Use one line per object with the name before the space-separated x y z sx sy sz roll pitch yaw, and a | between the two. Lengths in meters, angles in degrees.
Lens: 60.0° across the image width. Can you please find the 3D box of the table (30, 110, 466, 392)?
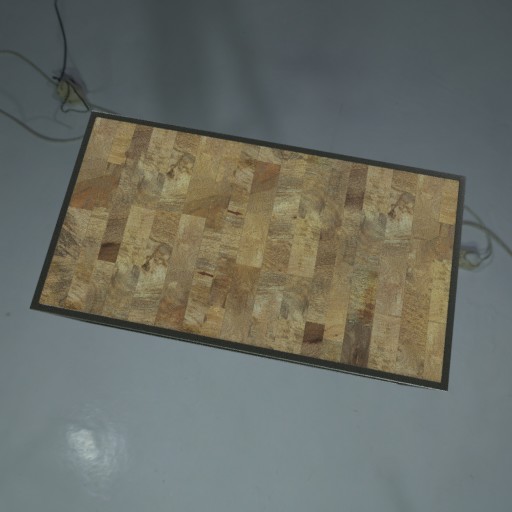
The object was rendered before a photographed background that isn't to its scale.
table | 0.000 0.000 1.511 1.199 0.398 0.649 11 76 3
